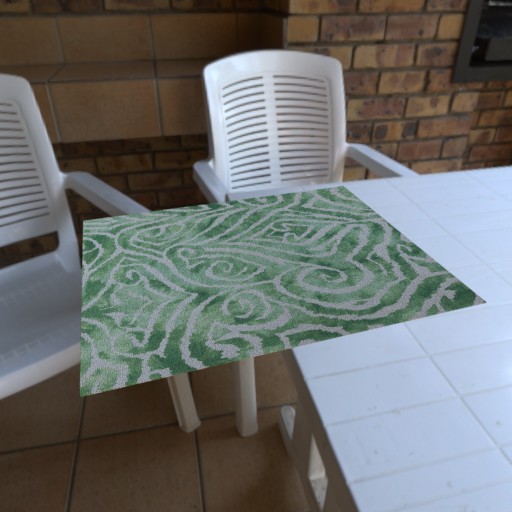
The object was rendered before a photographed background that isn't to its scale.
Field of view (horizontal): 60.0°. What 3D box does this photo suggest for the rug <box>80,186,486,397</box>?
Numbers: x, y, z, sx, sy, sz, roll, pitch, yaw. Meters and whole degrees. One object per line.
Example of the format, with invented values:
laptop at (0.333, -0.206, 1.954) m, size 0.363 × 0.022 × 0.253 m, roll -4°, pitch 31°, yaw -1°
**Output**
rug at (0.000, 0.000, 4.088) m, size 3.045 × 0.007 × 2.436 m, roll -10°, pitch 33°, yaw -15°
